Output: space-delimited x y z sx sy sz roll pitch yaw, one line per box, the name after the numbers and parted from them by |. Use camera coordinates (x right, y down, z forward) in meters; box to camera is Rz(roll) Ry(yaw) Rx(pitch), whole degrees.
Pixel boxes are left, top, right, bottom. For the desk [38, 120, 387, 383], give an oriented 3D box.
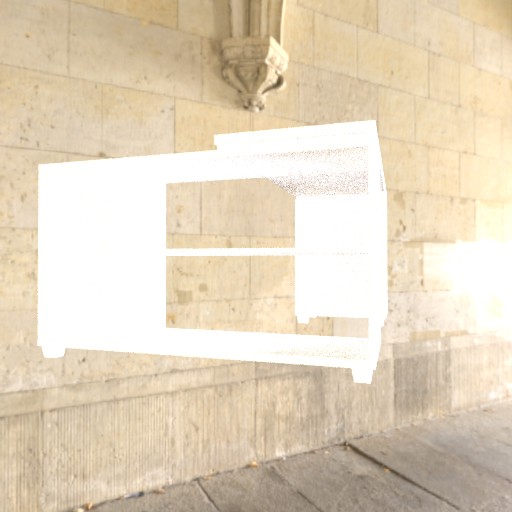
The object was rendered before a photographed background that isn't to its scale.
0.000 0.000 2.176 1.199 0.759 1.524 0 -1 18 | desk
